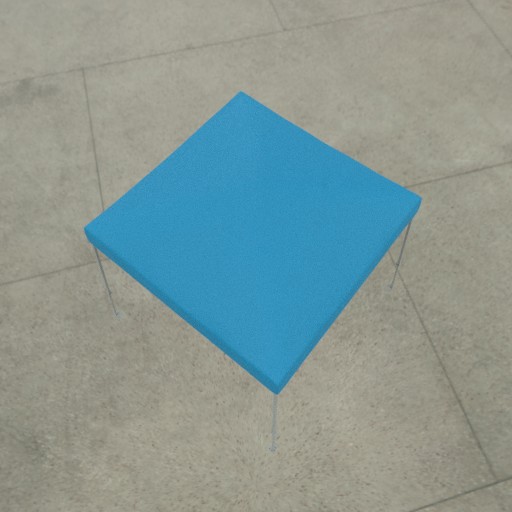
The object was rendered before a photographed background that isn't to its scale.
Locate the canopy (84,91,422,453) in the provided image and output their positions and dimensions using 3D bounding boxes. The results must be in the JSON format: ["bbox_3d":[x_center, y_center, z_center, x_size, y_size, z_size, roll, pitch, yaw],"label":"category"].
[{"bbox_3d":[0.000,0.000,6.458,3.599,3.600,3.600,36,68,17],"label":"canopy"}]
